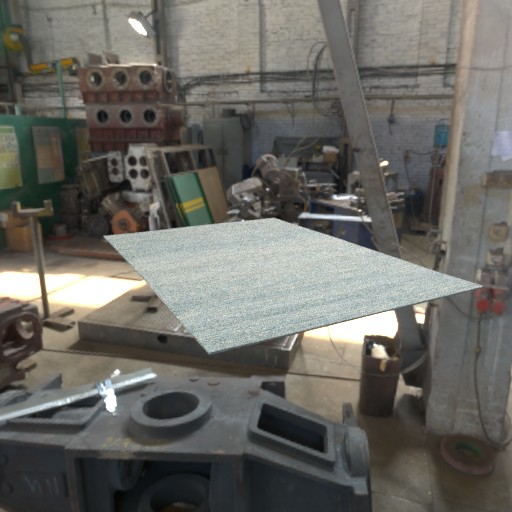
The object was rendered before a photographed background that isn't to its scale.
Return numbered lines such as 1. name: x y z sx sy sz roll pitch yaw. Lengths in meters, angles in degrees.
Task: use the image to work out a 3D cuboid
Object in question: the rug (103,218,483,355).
1. rug: 0.000 0.000 2.998 1.611 0.026 2.260 -8 18 -27
